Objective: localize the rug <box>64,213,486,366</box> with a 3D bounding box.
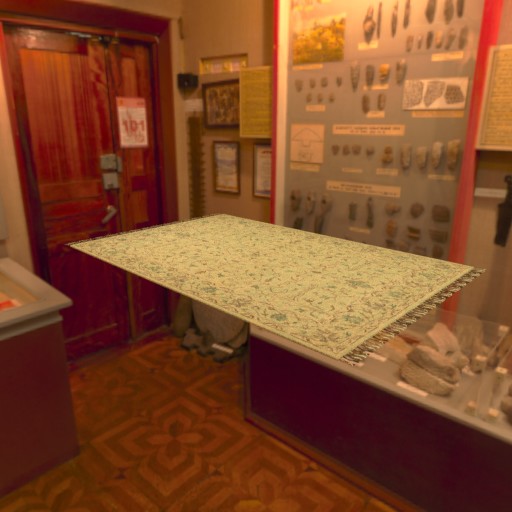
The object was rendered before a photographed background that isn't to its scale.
[{"bbox_3d":[0.000,0.000,2.975,2.435,0.010,1.544,16,23,41],"label":"rug"}]
